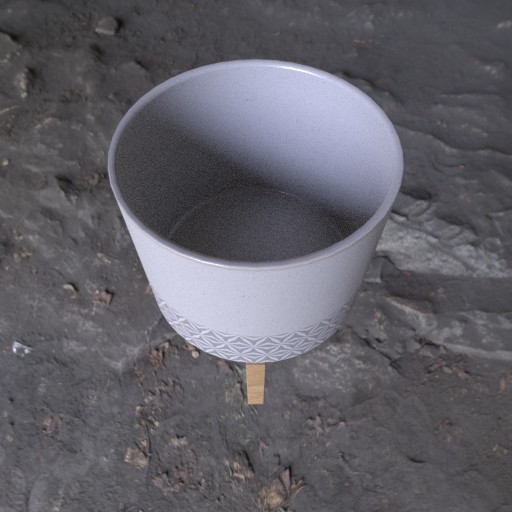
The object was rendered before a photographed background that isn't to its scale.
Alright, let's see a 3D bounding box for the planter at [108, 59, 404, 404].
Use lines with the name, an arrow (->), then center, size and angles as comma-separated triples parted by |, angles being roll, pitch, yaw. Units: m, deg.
planter -> 0.000, 0.000, 0.394 | 0.188, 0.260, 0.188 | 0, 56, 0
